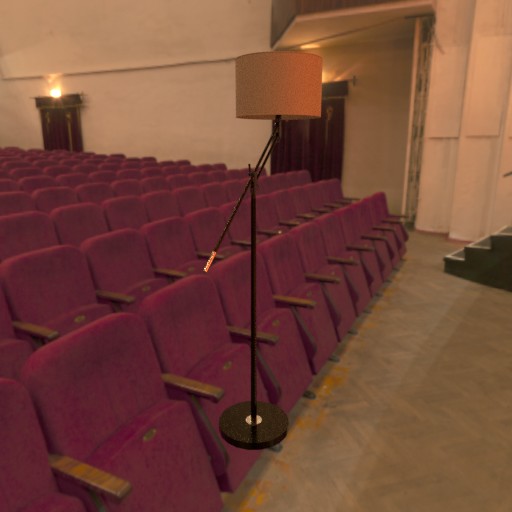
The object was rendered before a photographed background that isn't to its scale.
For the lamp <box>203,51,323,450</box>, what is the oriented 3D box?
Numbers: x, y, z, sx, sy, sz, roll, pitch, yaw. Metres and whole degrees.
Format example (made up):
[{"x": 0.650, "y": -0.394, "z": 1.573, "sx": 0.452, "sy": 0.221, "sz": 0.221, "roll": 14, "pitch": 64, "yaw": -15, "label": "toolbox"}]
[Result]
[{"x": 0.000, "y": 0.000, "z": 1.896, "sx": 0.373, "sy": 1.635, "sz": 0.809, "roll": 7, "pitch": 16, "yaw": 26, "label": "lamp"}]
